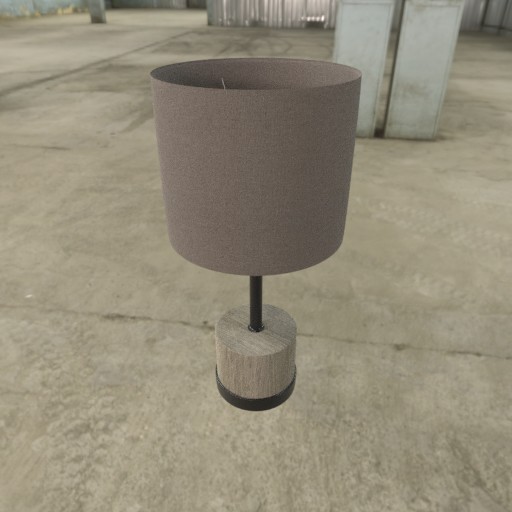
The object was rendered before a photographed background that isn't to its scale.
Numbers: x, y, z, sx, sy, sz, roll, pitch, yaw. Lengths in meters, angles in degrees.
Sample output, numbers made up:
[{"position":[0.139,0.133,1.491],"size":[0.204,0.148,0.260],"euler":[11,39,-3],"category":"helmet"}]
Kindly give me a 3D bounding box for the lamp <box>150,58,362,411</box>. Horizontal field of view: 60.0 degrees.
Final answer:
[{"position":[0.000,0.000,0.603],"size":[0.229,0.470,0.229],"euler":[21,36,31],"category":"lamp"}]
